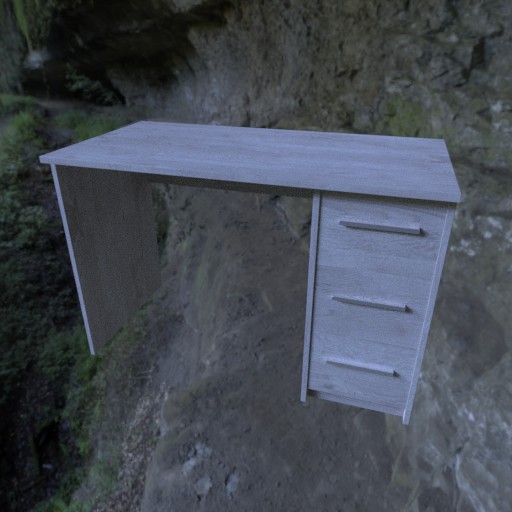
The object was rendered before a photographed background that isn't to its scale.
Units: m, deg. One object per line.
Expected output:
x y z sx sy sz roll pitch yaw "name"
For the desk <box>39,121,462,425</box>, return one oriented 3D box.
0.000 0.000 1.501 1.097 0.735 0.560 8 28 15 "desk"
